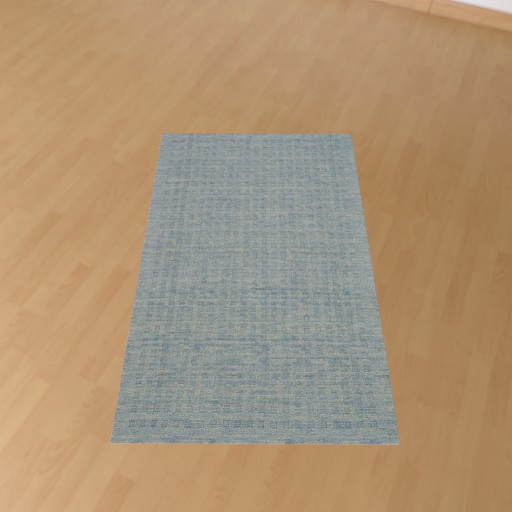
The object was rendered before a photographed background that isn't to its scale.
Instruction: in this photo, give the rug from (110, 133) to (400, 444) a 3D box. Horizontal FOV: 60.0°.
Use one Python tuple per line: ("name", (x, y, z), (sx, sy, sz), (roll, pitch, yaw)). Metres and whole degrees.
("rug", (0.000, 0.000, 2.215), (1.142, 0.006, 1.752), (0, 58, 0))
